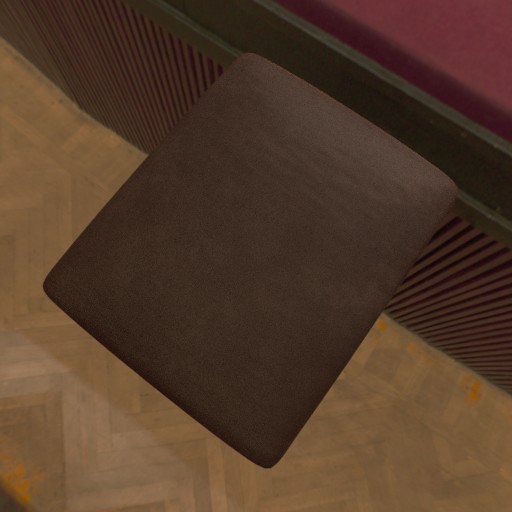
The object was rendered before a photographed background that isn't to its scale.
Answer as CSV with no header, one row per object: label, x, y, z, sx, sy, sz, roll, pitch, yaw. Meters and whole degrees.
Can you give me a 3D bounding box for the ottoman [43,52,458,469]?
ottoman,0.000,0.000,1.214,0.670,0.569,0.806,36,79,8
